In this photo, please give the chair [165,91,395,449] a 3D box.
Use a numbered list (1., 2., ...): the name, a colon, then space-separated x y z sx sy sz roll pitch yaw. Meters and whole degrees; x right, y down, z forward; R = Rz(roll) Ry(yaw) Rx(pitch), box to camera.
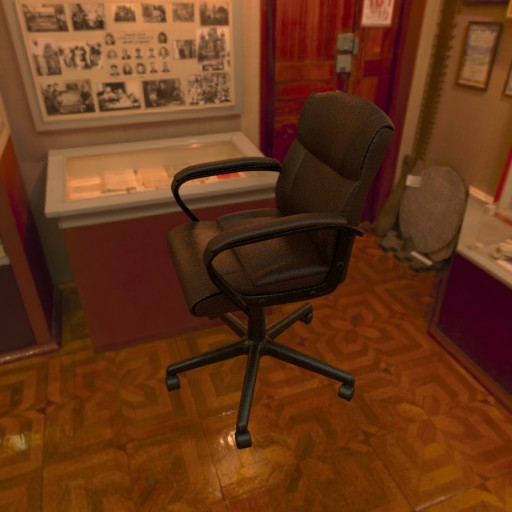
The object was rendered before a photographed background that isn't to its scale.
1. chair: 0.000 0.000 1.512 0.717 1.004 0.739 -10 32 -15
